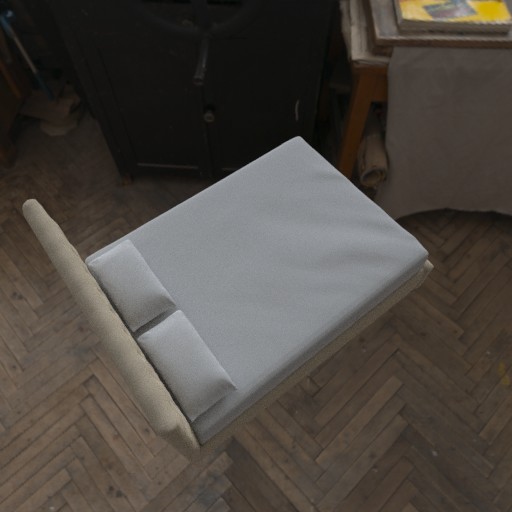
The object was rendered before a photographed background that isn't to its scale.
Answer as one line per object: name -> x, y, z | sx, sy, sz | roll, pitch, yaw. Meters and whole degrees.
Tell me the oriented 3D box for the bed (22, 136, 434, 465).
bed -> 0.000, 0.000, 3.334 | 2.387, 1.427, 1.698 | -33, 65, -18
